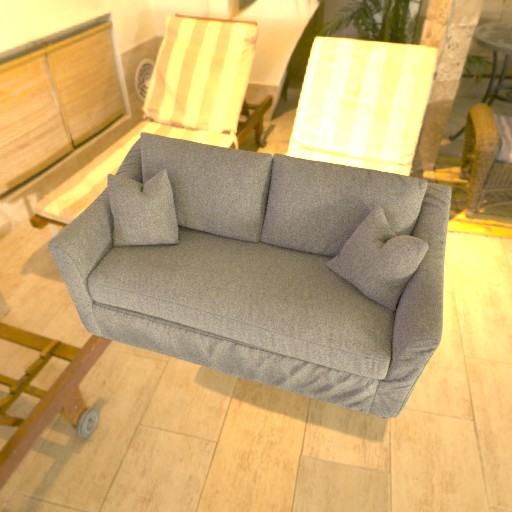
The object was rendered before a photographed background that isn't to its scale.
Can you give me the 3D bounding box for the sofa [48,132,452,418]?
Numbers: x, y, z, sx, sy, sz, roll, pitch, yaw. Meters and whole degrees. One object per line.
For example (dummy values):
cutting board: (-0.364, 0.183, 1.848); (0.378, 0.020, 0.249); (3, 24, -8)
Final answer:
sofa: (0.000, 0.000, 2.594); (2.010, 1.018, 1.072); (12, 42, 14)
